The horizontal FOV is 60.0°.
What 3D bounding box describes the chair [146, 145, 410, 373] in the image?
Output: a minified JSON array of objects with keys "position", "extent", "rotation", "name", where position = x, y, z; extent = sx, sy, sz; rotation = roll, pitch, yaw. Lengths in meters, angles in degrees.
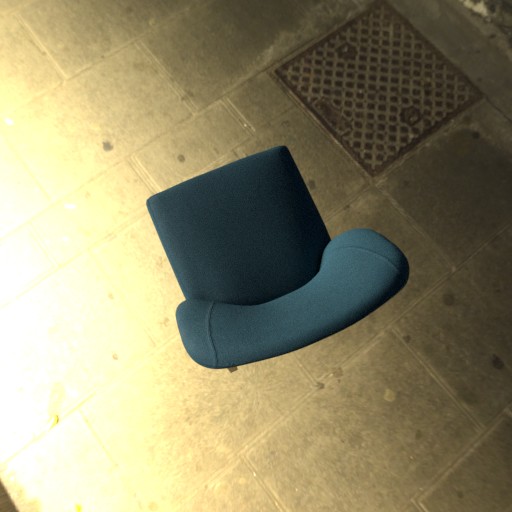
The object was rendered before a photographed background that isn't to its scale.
[{"position":[0.000,0.000,1.290],"extent":[0.507,0.879,0.620],"rotation":[-23,75,-7],"name":"chair"}]
